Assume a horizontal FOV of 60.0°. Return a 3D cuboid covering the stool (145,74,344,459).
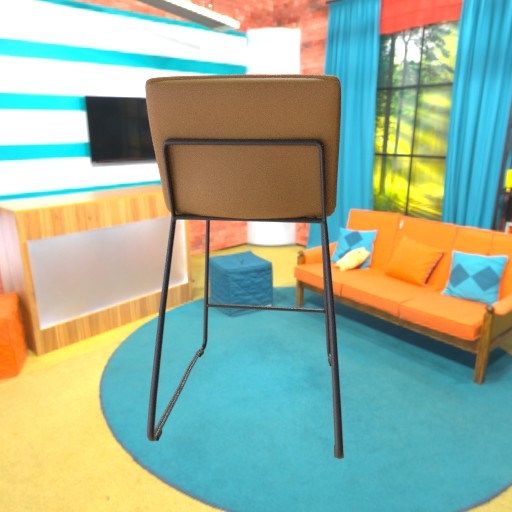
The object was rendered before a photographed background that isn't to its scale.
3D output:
[{"bbox_3d":[0.000,0.000,1.199,0.489,0.866,0.524,2,16,7],"label":"stool"}]
